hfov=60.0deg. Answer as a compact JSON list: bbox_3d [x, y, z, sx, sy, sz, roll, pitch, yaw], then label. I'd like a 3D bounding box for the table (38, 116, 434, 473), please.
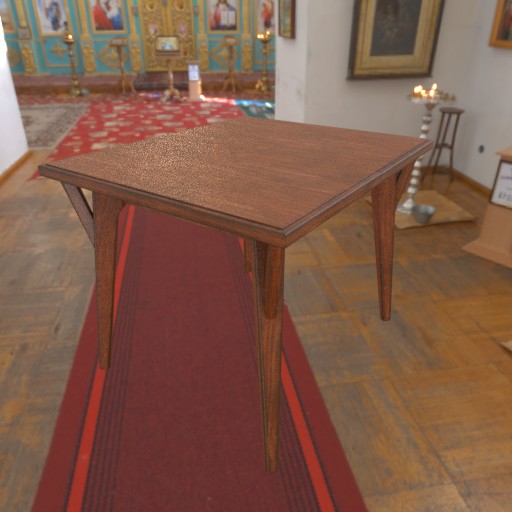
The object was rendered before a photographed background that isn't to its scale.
[{"bbox_3d":[0.000,0.000,1.588,0.838,0.761,0.991,18,32,31],"label":"table"}]
